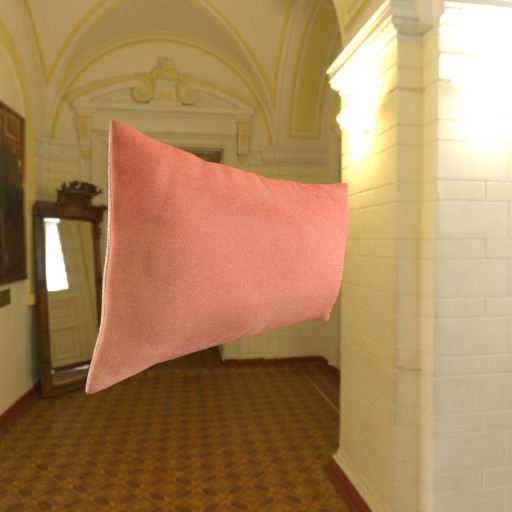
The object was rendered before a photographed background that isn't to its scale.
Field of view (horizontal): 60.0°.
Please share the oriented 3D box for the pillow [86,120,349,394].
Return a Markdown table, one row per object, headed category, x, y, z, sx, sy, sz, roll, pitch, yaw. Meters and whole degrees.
| category | x | y | z | sx | sy | sz | roll | pitch | yaw |
| --- | --- | --- | --- | --- | --- | --- | --- | --- | --- |
| pillow | 0.000 | 0.000 | 0.738 | 0.155 | 0.307 | 0.608 | 1 | 2 | 36 |
